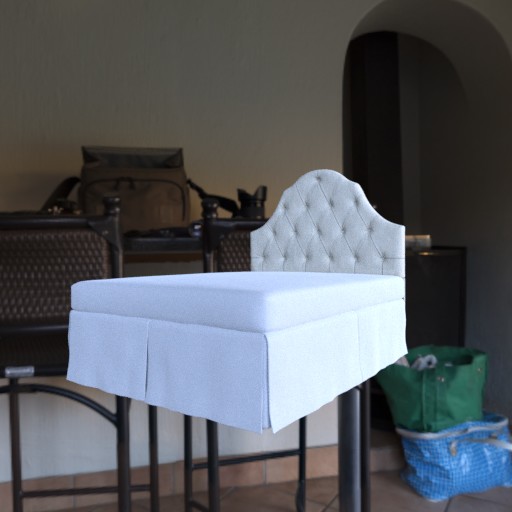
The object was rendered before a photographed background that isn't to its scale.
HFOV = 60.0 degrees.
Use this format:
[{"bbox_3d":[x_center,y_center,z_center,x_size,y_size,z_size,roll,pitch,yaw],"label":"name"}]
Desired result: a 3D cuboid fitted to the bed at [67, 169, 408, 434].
[{"bbox_3d":[0.000,0.000,3.227,1.627,1.575,2.092,0,0,35],"label":"bed"}]
